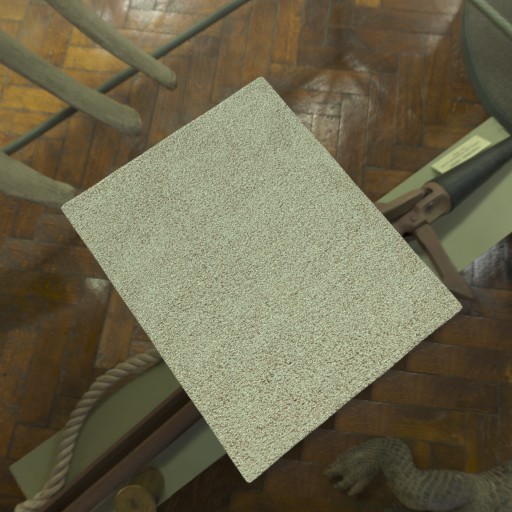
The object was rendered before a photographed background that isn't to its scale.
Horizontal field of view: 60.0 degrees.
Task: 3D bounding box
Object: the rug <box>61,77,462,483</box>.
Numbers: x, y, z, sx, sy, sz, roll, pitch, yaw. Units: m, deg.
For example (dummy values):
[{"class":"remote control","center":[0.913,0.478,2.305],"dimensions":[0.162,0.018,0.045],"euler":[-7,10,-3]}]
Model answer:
[{"class":"rug","center":[0.000,0.000,4.153],"dimensions":[2.438,0.029,3.047],"euler":[-36,78,-9]}]
